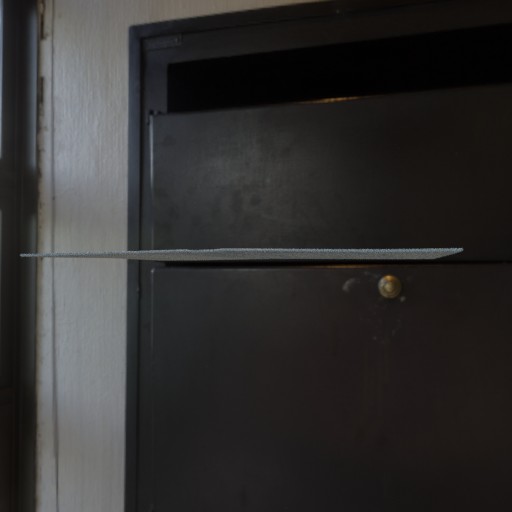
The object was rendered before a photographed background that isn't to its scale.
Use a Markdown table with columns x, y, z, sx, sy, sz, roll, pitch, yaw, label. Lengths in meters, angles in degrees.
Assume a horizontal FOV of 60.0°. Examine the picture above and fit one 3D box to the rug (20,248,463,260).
| x | y | z | sx | sy | sz | roll | pitch | yaw | label |
| --- | --- | --- | --- | --- | --- | --- | --- | --- | --- |
| 0.000 | 0.000 | 2.914 | 2.306 | 0.030 | 1.613 | 0 | -2 | 18 | rug |
